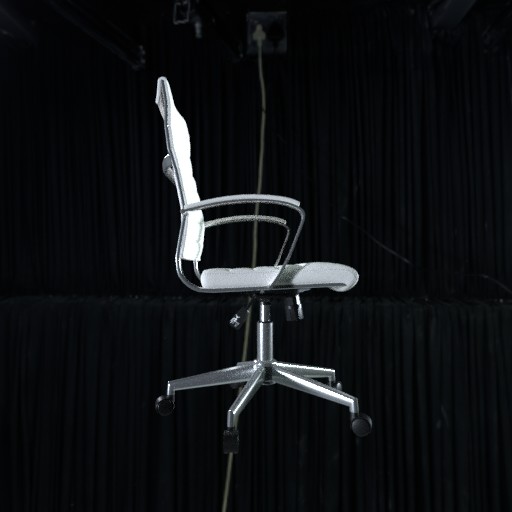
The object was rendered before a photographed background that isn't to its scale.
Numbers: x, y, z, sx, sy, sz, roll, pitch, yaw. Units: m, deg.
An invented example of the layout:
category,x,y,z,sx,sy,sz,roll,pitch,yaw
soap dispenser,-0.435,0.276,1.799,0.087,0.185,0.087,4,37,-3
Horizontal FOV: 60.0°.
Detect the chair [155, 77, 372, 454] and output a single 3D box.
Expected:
category,x,y,z,sx,sy,sz,roll,pitch,yaw
chair,0.000,0.000,1.638,0.739,1.149,0.766,0,-2,-1
